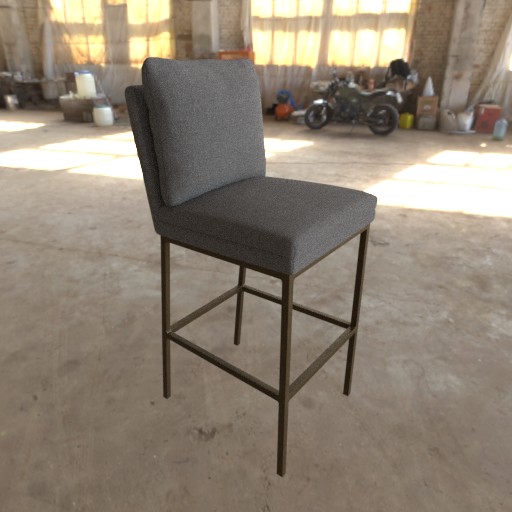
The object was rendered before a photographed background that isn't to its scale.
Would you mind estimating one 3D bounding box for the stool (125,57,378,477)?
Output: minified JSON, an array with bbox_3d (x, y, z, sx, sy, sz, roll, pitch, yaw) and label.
[{"bbox_3d":[0.000,0.000,1.379,0.569,1.132,0.463,18,31,33],"label":"stool"}]
